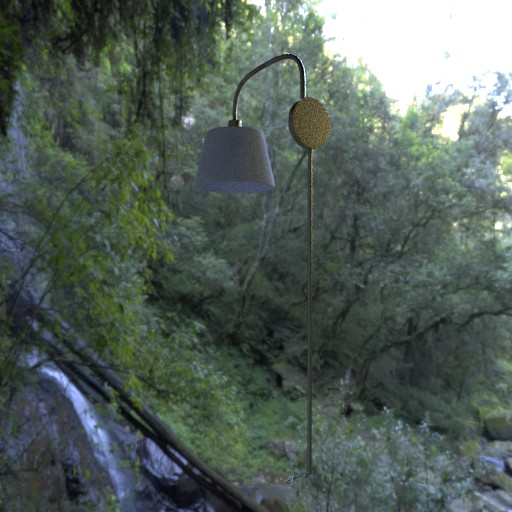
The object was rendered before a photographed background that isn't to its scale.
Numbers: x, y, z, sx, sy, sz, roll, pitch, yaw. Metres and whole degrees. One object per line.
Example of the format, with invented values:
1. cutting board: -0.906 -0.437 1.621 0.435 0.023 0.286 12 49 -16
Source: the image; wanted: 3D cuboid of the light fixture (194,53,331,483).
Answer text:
1. light fixture: 0.000 0.000 0.473 0.092 0.399 0.176 -1 1 -35
